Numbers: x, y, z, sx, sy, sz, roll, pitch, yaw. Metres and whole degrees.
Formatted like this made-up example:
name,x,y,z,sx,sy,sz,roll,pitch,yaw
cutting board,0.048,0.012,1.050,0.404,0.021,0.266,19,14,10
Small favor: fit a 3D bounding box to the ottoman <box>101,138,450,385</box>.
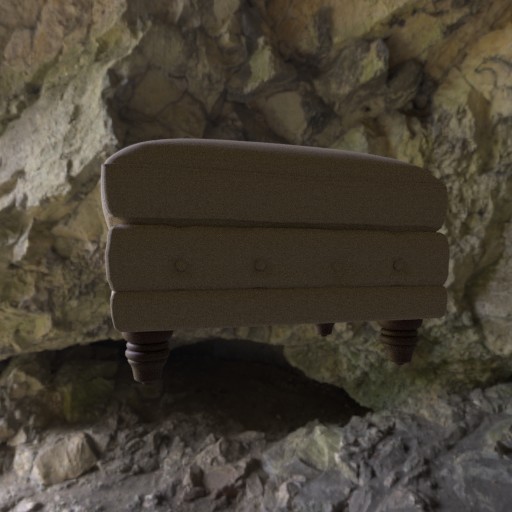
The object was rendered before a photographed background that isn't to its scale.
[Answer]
name,x,y,z,sx,sy,sz,roll,pitch,yaw
ottoman,0.000,0.000,1.047,0.684,0.463,0.541,0,-1,-17
